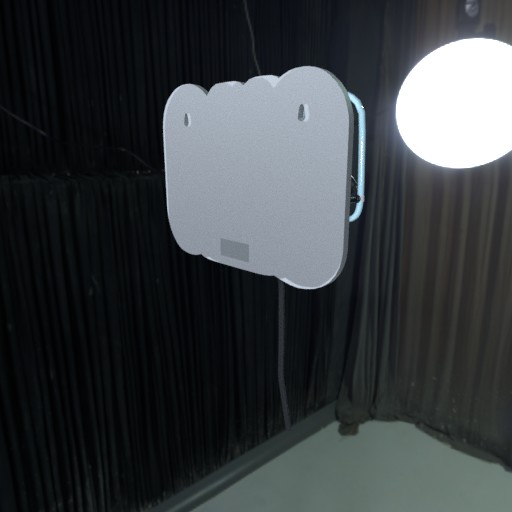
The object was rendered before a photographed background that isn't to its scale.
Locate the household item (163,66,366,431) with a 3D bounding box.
[{"bbox_3d":[0.000,0.000,0.393,0.042,0.294,0.211,-14,20,-43],"label":"household item"}]
